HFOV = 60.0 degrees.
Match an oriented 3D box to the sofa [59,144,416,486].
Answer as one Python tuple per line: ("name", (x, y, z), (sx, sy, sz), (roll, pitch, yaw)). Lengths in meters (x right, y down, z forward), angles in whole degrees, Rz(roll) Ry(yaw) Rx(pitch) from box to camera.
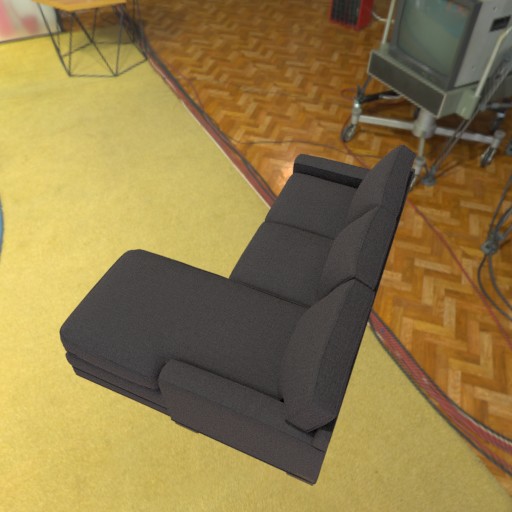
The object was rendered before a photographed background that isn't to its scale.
("sofa", (0.000, 0.000, 3.261), (1.790, 0.973, 2.370), (18, 50, 16))
